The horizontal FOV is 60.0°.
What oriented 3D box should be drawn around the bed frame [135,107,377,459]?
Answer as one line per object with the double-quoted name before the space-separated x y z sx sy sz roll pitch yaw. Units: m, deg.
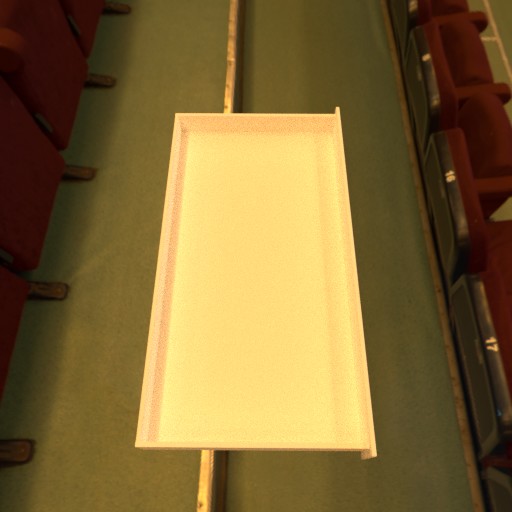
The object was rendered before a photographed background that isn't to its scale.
"bed frame" 0.000 0.000 1.570 0.670 0.141 1.300 0 63 0
